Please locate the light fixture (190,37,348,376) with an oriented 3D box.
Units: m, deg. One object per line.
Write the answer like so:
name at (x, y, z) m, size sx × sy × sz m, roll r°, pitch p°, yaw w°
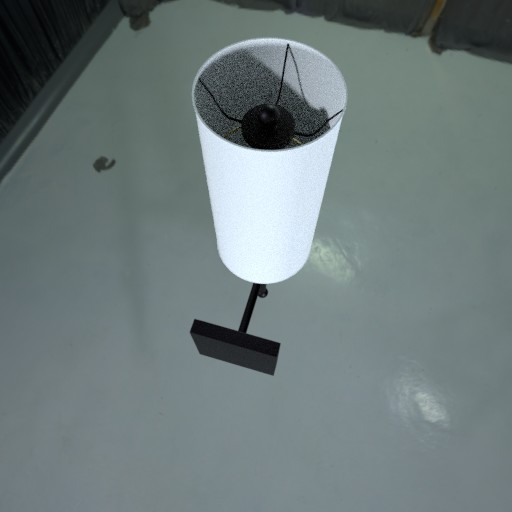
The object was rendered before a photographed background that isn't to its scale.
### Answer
light fixture at (0.000, 0.000, 0.555) m, size 0.128 × 0.462 × 0.208 m, roll 15°, pitch 65°, yaw 7°
